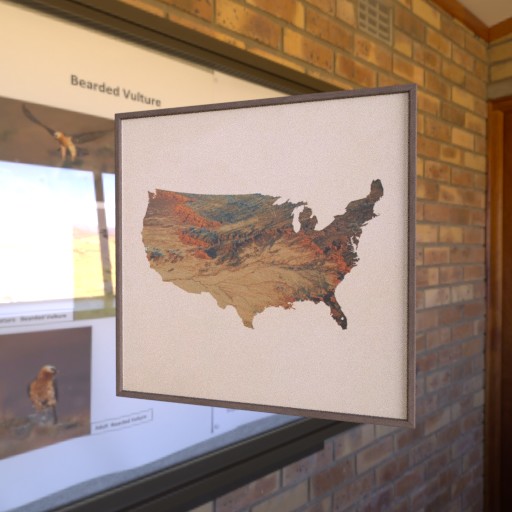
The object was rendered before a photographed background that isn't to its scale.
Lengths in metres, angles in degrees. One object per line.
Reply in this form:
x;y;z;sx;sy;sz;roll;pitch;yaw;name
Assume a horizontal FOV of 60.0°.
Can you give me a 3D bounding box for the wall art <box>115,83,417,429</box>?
0.000;0.000;0.448;0.303;0.302;0.038;0;1;17;wall art
